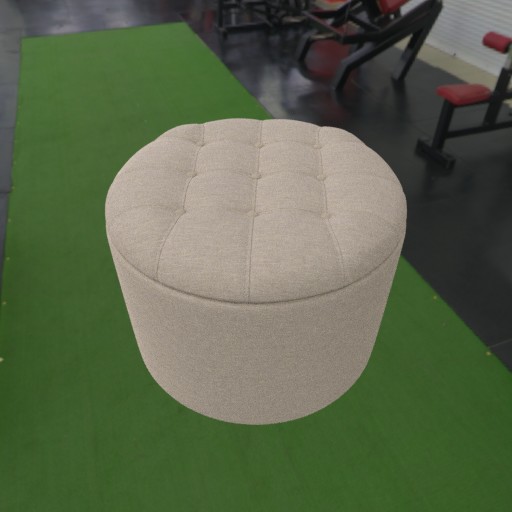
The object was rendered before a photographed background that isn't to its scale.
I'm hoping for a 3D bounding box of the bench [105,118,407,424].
[{"bbox_3d":[0.000,0.000,1.007,0.600,0.454,0.600,0,41,0],"label":"bench"}]
